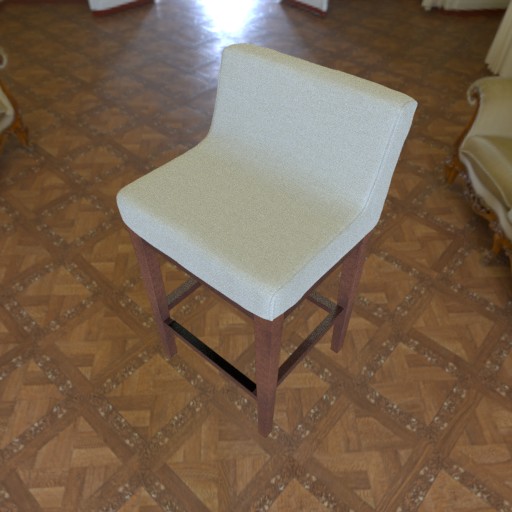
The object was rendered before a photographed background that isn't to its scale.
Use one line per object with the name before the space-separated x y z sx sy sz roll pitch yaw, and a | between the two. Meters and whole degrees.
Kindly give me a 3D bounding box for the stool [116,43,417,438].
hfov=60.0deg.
stool | 0.000 0.000 1.242 0.511 0.937 0.500 31 53 27
